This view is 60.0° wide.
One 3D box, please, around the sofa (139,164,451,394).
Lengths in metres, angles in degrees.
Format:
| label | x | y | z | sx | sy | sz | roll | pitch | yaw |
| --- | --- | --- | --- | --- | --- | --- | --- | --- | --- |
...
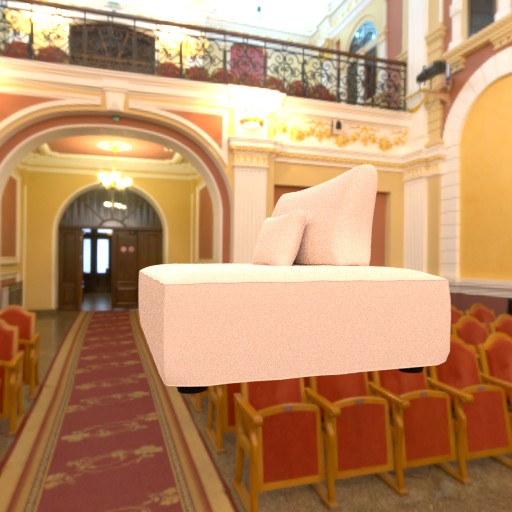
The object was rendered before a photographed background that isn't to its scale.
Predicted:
| label | x | y | z | sx | sy | sz | roll | pitch | yaw |
| --- | --- | --- | --- | --- | --- | --- | --- | --- | --- |
| sofa | 0.000 | 0.000 | 2.084 | 1.000 | 0.820 | 1.450 | 0 | 0 | -18 |
